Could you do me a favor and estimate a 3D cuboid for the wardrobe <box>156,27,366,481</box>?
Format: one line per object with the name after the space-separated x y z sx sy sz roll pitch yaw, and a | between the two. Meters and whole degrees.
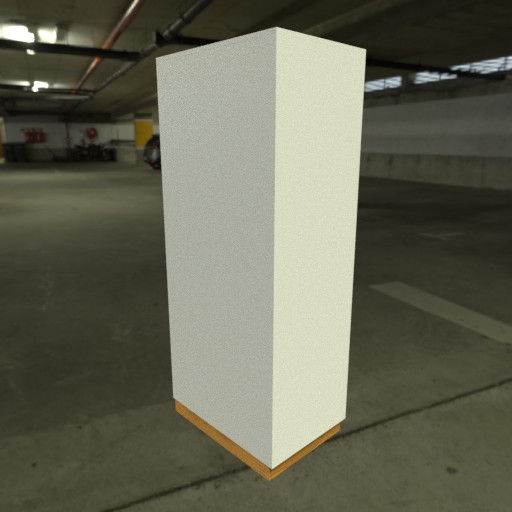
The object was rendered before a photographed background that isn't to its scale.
0.000 0.000 2.421 0.600 2.040 0.860 -13 19 -42 | wardrobe
